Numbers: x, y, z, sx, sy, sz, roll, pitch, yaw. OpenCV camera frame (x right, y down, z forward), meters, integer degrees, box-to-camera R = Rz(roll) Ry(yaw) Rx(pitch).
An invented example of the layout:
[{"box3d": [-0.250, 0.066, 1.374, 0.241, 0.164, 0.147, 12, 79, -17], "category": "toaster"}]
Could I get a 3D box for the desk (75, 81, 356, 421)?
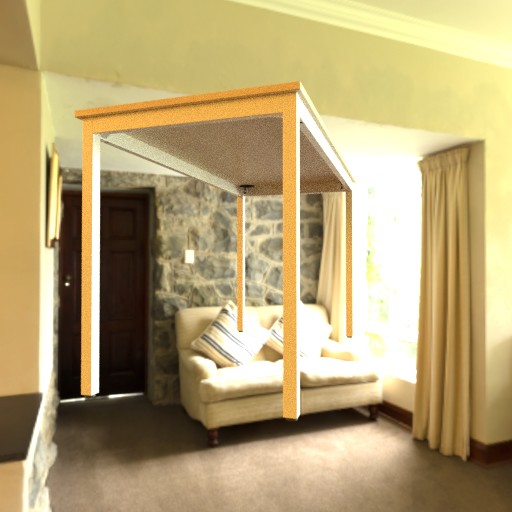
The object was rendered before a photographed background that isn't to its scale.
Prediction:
[{"box3d": [0.000, 0.000, 1.625, 0.600, 0.750, 1.200, 0, -1, 18], "category": "desk"}]
